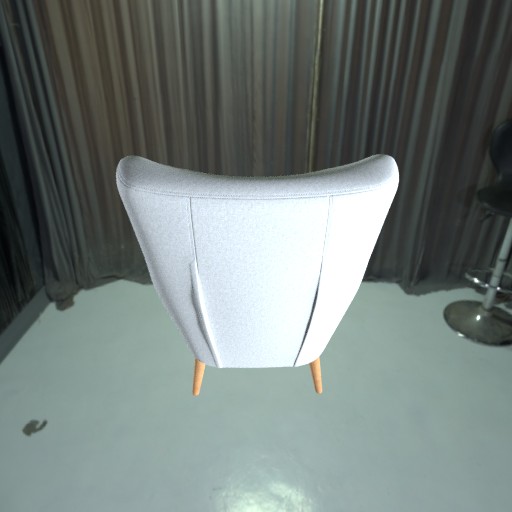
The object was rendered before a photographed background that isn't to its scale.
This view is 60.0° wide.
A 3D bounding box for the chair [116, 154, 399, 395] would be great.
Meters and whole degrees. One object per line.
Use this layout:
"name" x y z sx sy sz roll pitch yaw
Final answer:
"chair" 0.000 0.000 1.648 0.890 0.889 0.889 -1 29 -1
